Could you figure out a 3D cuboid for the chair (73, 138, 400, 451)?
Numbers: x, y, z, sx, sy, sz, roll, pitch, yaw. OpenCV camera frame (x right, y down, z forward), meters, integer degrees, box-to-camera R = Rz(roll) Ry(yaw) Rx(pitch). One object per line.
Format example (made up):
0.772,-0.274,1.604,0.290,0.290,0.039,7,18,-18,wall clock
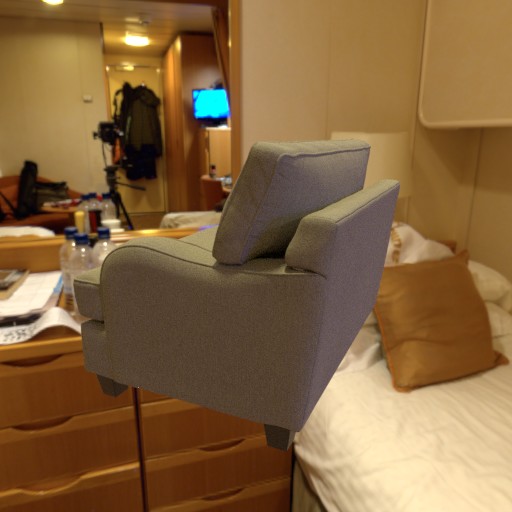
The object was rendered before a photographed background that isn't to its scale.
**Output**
0.000,0.000,1.990,1.041,1.016,1.220,7,17,25,chair
